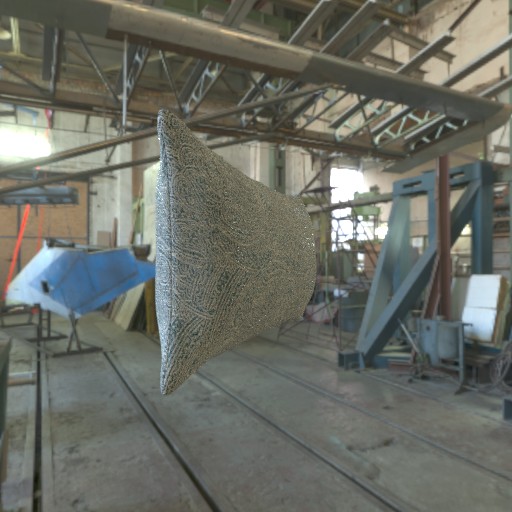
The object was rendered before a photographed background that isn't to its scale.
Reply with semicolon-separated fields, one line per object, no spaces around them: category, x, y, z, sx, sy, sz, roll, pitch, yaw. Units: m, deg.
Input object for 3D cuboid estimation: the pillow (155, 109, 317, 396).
pillow;0.000;0.000;0.739;0.151;0.295;0.615;0;-1;19
